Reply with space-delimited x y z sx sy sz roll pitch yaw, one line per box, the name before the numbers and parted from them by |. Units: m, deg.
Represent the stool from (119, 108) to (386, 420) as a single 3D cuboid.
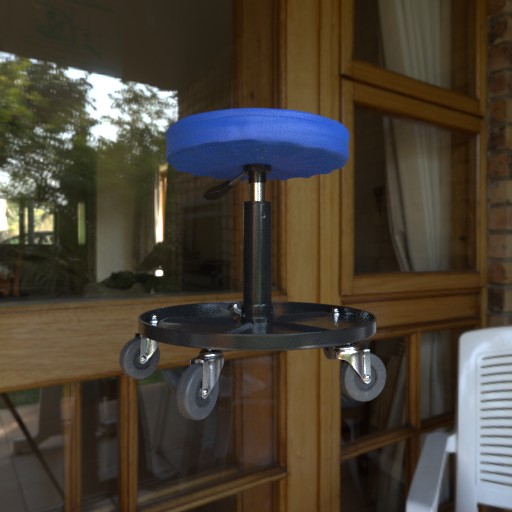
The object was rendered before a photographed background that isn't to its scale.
stool | 0.000 0.000 0.677 0.381 0.365 0.382 0 0 -38
